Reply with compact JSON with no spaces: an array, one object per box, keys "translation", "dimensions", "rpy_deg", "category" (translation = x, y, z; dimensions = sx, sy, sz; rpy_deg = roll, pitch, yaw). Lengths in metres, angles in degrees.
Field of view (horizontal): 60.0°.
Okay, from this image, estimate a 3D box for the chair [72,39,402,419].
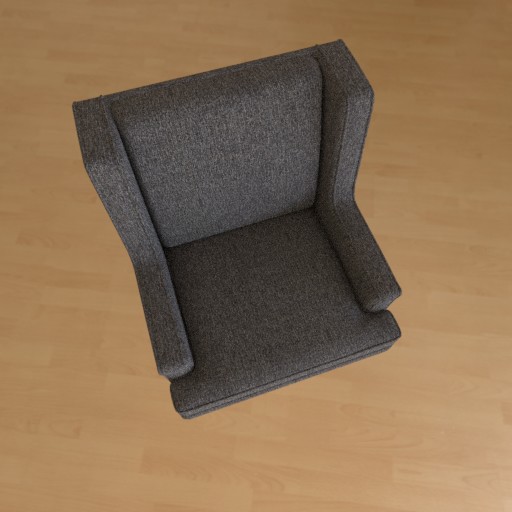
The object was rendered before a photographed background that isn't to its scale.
[{"translation":[0.000,0.000,1.749],"dimensions":[0.942,1.082,0.927],"rpy_deg":[-17,65,-8],"category":"chair"}]
